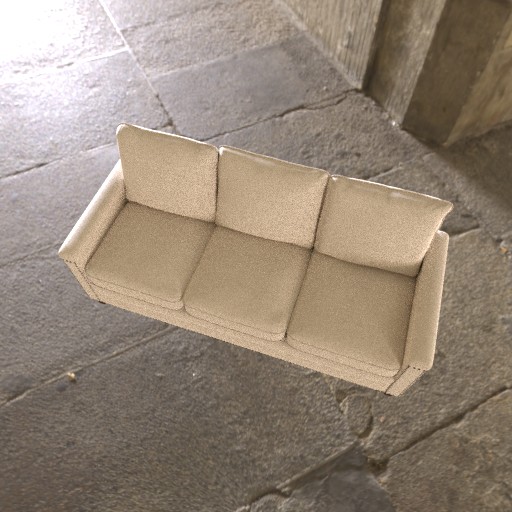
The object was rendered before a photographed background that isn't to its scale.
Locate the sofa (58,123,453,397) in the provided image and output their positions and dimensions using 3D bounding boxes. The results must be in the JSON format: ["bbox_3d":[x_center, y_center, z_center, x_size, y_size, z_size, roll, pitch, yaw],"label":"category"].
[{"bbox_3d":[0.000,0.000,2.450,1.925,0.961,0.828,16,59,10],"label":"sofa"}]
